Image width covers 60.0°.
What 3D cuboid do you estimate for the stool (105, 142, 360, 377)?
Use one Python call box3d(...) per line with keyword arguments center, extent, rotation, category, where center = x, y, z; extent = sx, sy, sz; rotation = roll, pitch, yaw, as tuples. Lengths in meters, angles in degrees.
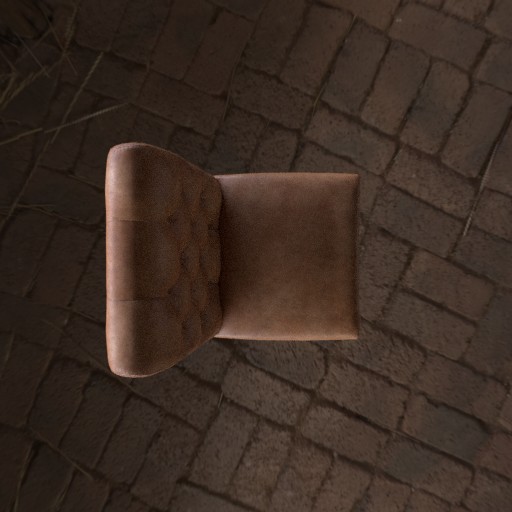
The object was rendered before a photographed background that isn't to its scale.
box3d(center=(0.000, 0.000, 1.421), extent=(0.601, 1.140, 0.493), rotation=(0, 91, 0), category="stool")
